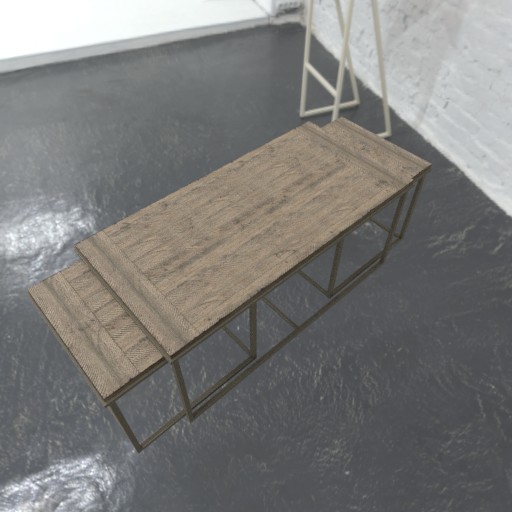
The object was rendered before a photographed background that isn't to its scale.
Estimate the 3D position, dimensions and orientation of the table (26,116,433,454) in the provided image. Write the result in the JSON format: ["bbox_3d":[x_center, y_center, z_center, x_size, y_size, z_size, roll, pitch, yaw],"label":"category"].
[{"bbox_3d":[0.000,0.000,1.521,1.312,0.427,0.489,-34,57,-26],"label":"table"}]
